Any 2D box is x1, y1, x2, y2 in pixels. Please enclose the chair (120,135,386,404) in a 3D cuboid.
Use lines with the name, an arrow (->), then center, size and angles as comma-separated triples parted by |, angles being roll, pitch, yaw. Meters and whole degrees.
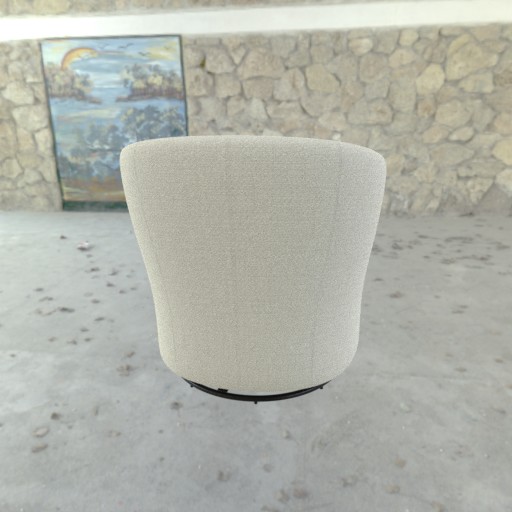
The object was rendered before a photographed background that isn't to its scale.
chair -> 0.000, 0.000, 1.458 | 0.791, 0.771, 0.815 | 2, 16, 8
